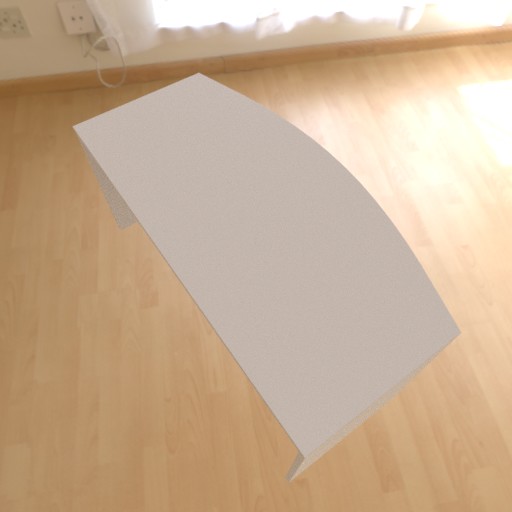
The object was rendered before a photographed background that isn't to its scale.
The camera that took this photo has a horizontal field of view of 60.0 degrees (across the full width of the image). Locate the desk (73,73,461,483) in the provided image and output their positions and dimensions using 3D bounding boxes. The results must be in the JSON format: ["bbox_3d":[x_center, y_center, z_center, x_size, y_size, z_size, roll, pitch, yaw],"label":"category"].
[{"bbox_3d":[0.000,0.000,2.000,0.802,0.750,1.600,-31,63,-18],"label":"desk"}]
